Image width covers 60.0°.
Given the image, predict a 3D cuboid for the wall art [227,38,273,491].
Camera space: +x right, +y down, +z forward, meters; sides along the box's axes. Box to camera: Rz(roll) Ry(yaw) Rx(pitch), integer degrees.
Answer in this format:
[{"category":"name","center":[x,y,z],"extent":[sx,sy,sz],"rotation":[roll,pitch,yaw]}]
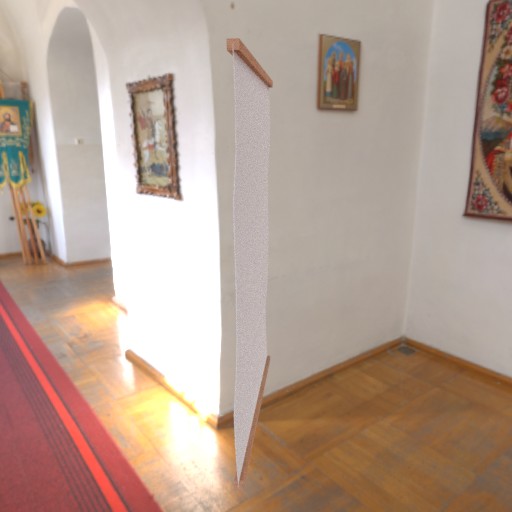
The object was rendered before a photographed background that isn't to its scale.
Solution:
[{"category":"wall art","center":[0.000,0.000,0.638],"extent":[0.012,0.508,0.332],"rotation":[2,15,7]}]
